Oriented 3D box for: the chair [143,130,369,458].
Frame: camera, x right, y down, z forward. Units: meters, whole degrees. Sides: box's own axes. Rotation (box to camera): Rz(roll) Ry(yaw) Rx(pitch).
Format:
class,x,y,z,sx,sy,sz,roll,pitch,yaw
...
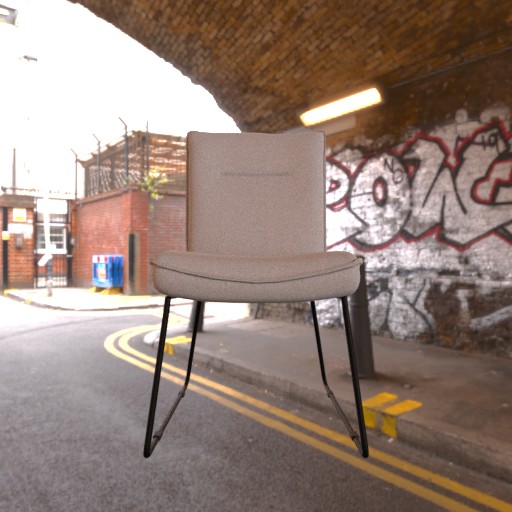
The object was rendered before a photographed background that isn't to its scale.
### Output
class,x,y,z,sx,sy,sz,roll,pitch,yaw
chair,0.000,0.000,1.334,0.515,0.930,0.688,0,0,0
